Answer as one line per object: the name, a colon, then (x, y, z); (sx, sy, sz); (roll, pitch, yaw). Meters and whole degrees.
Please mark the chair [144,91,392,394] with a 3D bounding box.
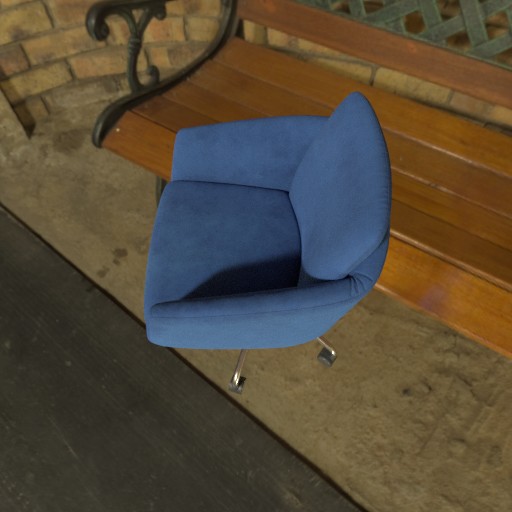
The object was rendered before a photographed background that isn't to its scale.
chair: (0.000, 0.000, 1.360); (0.635, 0.908, 0.641); (1, 59, 1)
